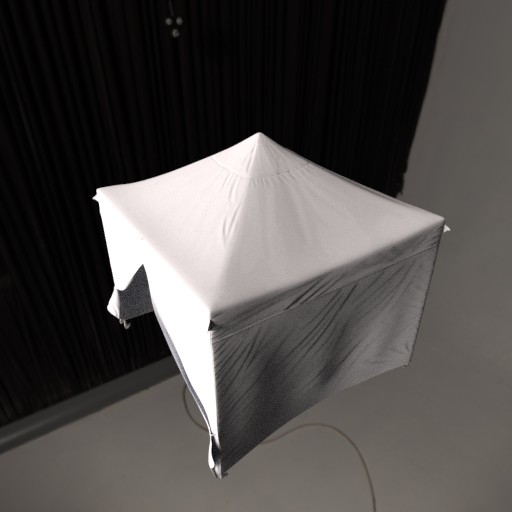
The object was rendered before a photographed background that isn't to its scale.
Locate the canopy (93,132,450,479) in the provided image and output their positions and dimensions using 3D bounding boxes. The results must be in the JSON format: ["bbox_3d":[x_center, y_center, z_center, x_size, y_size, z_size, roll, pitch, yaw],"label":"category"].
[{"bbox_3d":[0.000,0.000,5.427,3.121,2.997,3.043,-19,37,-28],"label":"canopy"}]
